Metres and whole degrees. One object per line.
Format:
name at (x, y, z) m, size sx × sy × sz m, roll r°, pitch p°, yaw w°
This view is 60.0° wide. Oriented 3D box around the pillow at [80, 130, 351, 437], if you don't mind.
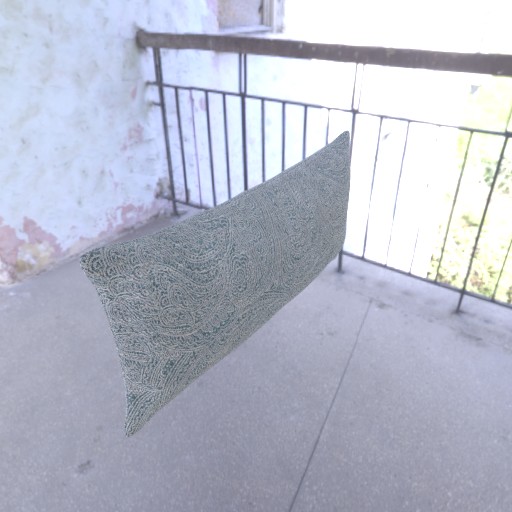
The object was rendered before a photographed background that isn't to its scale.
pillow at (0.000, 0.000, 0.746) m, size 0.151 × 0.295 × 0.615 m, roll 21°, pitch 37°, yaw 31°
